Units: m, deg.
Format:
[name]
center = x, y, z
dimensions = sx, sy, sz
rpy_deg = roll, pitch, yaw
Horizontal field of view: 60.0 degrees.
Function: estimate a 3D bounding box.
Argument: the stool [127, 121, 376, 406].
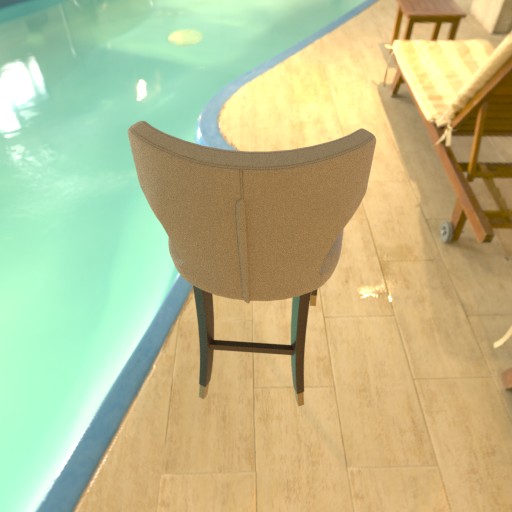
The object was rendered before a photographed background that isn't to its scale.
[stool]
center = 0.000, 0.000, 1.394
dimensions = 0.526, 1.092, 0.563
rpy_deg = 3, 47, 3
